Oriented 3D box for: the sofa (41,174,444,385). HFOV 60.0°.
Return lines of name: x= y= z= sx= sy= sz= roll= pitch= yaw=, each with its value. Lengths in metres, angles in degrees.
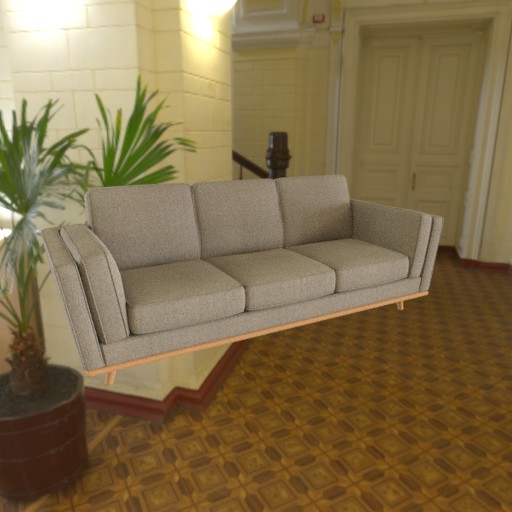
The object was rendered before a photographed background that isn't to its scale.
sofa: x=0.000 y=0.000 z=2.784 sx=2.362 sy=0.899 sz=0.903 roll=-8 pitch=18 yaw=-28
